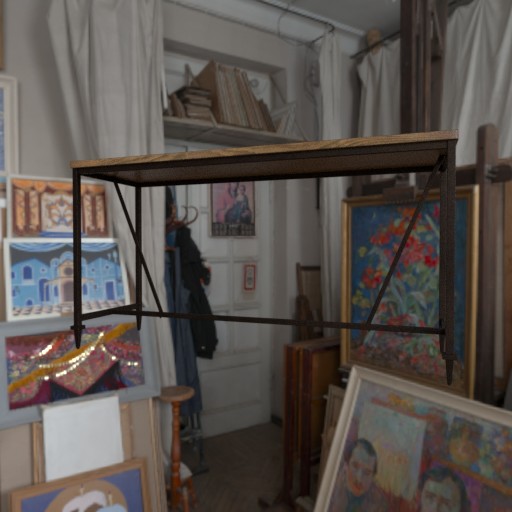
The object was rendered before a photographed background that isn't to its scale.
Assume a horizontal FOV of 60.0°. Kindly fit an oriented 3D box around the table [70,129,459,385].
[{"bbox_3d":[0.000,0.000,2.092,1.700,0.902,0.551,0,1,20],"label":"table"}]
